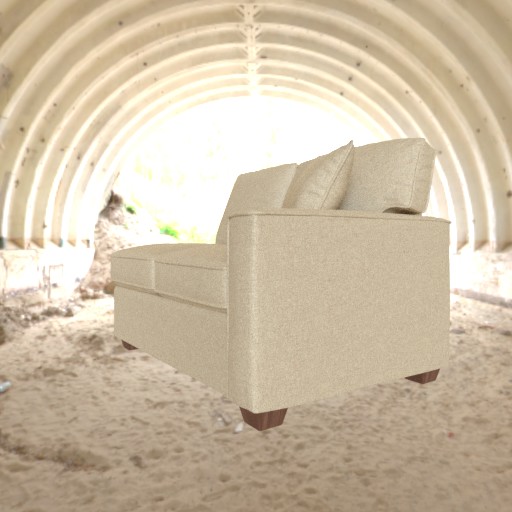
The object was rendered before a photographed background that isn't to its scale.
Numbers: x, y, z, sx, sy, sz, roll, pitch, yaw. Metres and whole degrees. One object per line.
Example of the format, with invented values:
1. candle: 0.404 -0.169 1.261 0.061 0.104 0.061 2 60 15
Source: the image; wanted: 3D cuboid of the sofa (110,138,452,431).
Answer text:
1. sofa: 0.000 0.000 2.067 0.991 0.989 1.388 -1 2 -34
